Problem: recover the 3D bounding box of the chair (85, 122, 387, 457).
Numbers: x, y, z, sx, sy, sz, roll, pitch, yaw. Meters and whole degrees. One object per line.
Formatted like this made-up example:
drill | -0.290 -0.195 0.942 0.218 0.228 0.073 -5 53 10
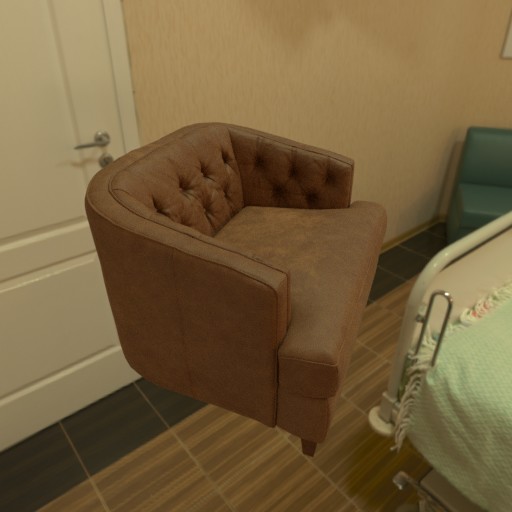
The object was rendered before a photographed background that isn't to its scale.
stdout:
chair | 0.000 0.000 1.774 0.911 0.836 1.119 11 33 18
